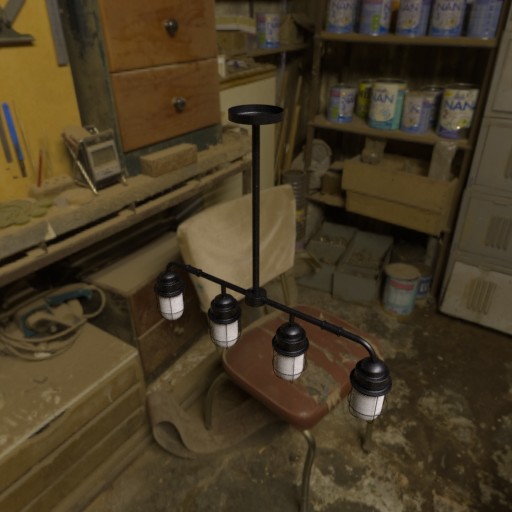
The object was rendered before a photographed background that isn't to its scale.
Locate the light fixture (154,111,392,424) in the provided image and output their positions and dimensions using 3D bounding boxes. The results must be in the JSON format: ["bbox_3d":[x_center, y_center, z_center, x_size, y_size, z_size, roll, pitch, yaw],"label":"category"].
[{"bbox_3d":[0.000,0.000,1.228,0.852,0.785,0.131,20,35,31],"label":"light fixture"}]
